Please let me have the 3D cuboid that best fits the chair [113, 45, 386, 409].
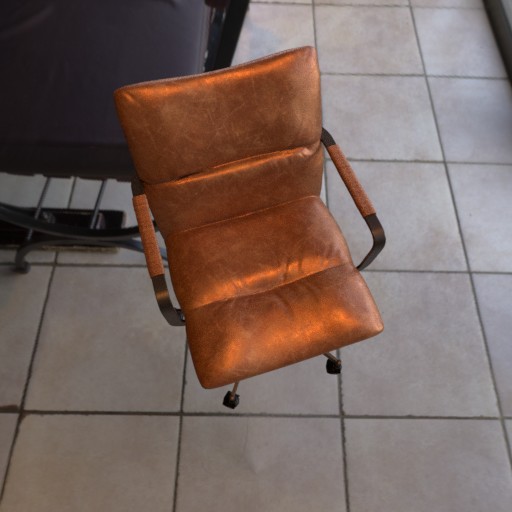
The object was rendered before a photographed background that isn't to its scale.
[{"bbox_3d":[0.000,0.000,1.441,0.727,0.922,0.754,-16,65,-8],"label":"chair"}]
